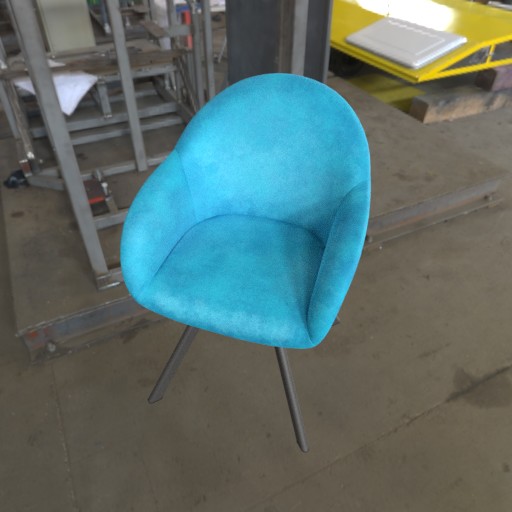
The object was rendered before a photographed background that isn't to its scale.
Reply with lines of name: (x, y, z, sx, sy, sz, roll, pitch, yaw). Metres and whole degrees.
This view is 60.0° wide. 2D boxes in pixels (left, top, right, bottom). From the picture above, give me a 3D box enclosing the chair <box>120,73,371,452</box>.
chair: (0.000, 0.000, 1.209, 0.550, 0.795, 0.590, 12, 42, 14)
